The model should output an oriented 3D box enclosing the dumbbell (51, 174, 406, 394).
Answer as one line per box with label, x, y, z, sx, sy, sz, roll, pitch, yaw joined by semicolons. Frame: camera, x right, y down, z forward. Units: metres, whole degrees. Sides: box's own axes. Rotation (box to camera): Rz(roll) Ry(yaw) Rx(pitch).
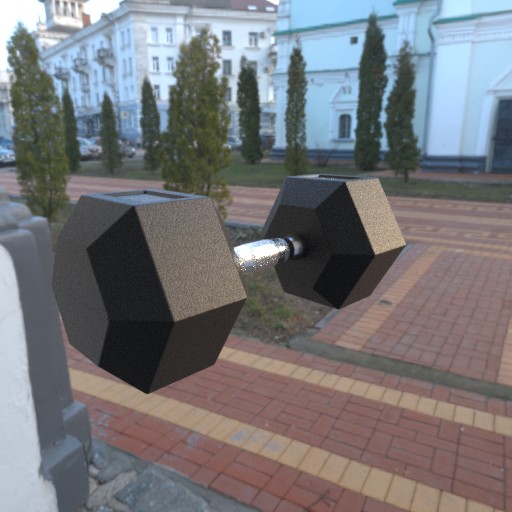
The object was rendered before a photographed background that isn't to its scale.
dumbbell;0.000;0.000;0.469;0.384;0.150;0.173;-14;20;-43
